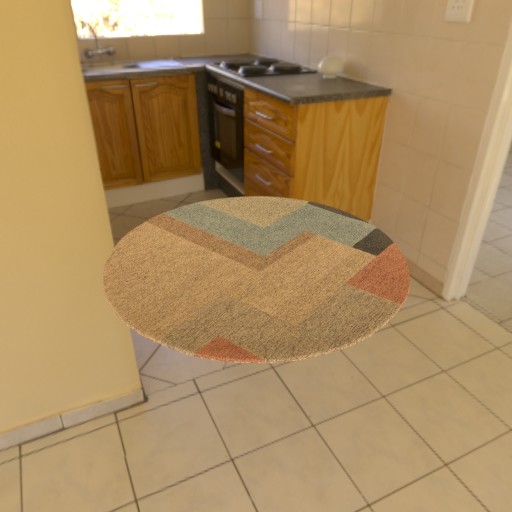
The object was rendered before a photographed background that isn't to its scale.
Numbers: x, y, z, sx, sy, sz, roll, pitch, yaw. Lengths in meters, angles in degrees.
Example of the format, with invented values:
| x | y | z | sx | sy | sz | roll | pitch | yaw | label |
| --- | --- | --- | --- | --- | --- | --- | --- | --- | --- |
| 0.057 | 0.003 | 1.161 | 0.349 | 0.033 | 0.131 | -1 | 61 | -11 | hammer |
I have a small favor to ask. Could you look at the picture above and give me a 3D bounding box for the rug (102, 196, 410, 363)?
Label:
| x | y | z | sx | sy | sz | roll | pitch | yaw | label |
| --- | --- | --- | --- | --- | --- | --- | --- | --- | --- |
| 0.000 | 0.000 | 3.694 | 2.461 | 0.033 | 2.461 | 0 | 31 | 0 | rug |
